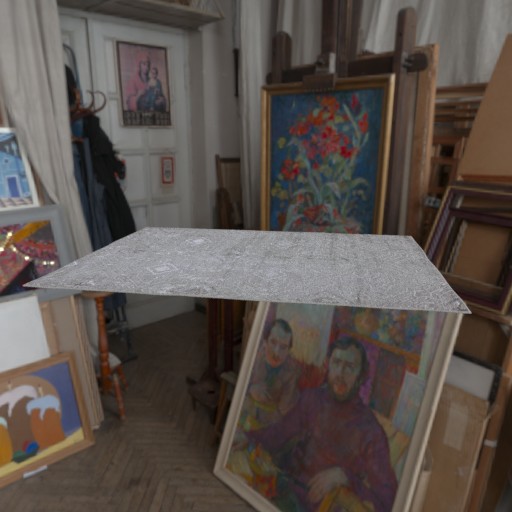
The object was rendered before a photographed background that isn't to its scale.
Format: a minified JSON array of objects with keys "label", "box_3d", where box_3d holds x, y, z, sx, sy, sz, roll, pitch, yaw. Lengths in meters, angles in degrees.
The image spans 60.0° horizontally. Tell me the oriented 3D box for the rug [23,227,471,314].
[{"label":"rug","box_3d":[0.000,0.000,4.408,3.359,0.020,2.448,3,15,9]}]
